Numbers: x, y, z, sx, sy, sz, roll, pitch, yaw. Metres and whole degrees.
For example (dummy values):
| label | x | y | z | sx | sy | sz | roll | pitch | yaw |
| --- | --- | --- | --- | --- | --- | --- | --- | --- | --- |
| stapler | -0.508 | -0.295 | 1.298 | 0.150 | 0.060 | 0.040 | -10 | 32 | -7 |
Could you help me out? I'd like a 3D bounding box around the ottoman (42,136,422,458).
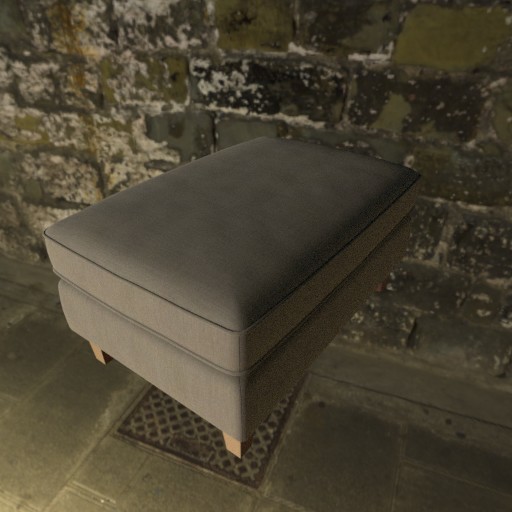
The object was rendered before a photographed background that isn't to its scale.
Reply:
| label | x | y | z | sx | sy | sz | roll | pitch | yaw |
| --- | --- | --- | --- | --- | --- | --- | --- | --- | --- |
| ottoman | 0.000 | 0.000 | 1.309 | 0.636 | 0.480 | 0.941 | 21 | 38 | 30 |
